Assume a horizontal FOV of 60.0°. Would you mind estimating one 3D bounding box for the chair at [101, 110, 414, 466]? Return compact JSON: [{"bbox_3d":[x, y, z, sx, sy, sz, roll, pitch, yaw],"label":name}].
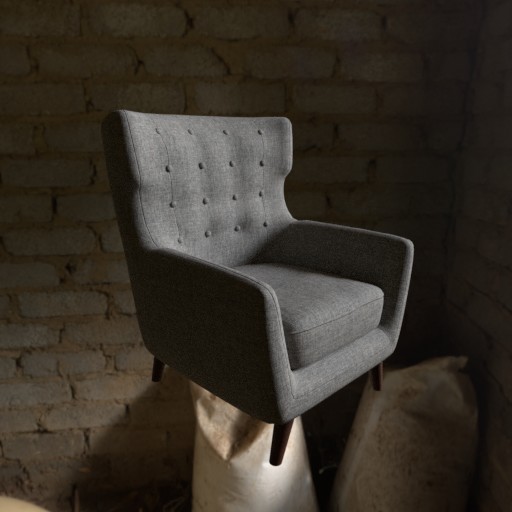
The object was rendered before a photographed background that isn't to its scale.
[{"bbox_3d":[0.000,0.000,1.711,0.878,1.063,0.904,-14,21,-43],"label":"chair"}]
